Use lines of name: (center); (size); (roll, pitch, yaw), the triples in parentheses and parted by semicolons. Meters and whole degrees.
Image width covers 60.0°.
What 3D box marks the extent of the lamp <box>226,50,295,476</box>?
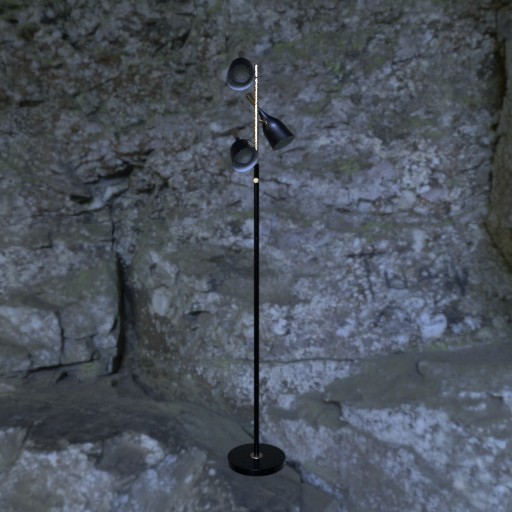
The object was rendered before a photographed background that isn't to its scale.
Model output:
lamp: (0.000, 0.000, 1.901); (0.253, 1.778, 0.434); (0, 1, 36)
